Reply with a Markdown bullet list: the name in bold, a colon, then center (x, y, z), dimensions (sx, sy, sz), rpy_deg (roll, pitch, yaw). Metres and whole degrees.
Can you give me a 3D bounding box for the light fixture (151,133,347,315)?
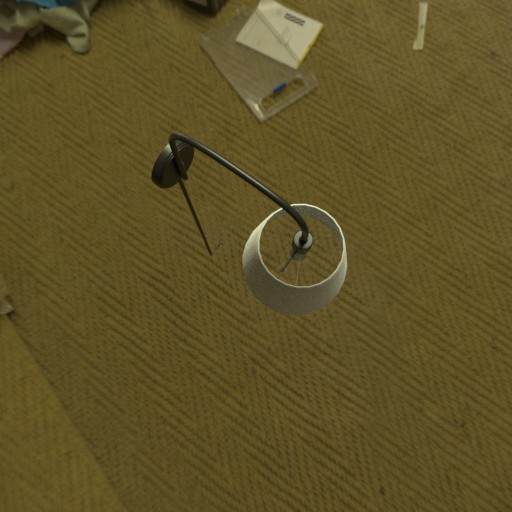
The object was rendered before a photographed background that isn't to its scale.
- **light fixture**: center (0.000, 0.000, 0.472), dimensions (0.176, 0.399, 0.092), rpy_deg (35, 79, 8)
